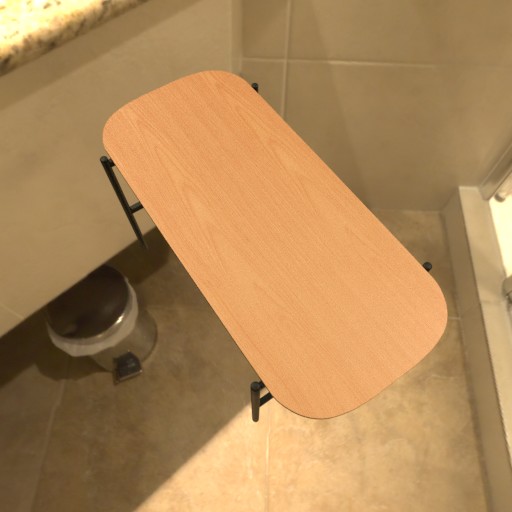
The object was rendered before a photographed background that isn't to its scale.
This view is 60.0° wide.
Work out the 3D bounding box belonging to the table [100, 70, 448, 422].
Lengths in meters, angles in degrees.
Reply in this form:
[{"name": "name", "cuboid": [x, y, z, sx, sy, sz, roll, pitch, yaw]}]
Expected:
[{"name": "table", "cuboid": [0.000, 0.000, 1.046, 0.400, 0.400, 0.800, -31, 67, -15]}]
